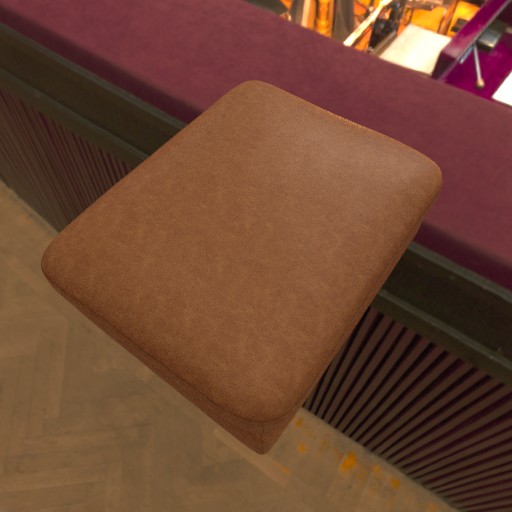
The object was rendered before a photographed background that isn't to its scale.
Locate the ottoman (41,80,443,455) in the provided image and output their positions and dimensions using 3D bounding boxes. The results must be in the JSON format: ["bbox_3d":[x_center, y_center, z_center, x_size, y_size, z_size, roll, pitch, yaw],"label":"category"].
[{"bbox_3d":[0.000,0.000,1.091,0.593,0.478,0.747,31,63,18],"label":"ottoman"}]
